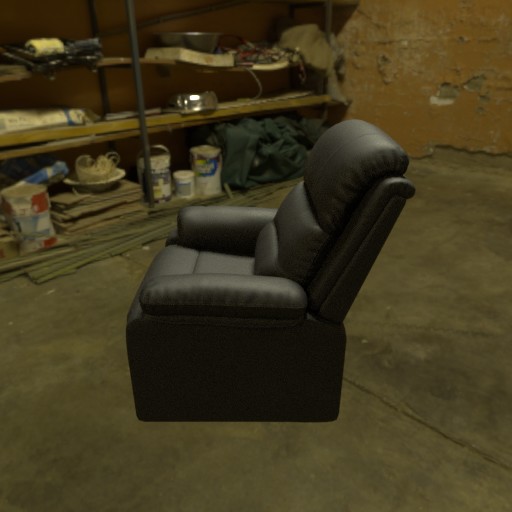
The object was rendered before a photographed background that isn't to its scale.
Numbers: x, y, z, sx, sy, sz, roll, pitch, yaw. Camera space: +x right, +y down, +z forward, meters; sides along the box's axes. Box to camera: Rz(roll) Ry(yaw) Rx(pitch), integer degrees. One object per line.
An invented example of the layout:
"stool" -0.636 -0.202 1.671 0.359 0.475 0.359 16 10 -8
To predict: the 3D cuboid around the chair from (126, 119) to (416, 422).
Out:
"chair" 0.000 0.000 1.708 0.919 0.992 0.855 0 25 0
